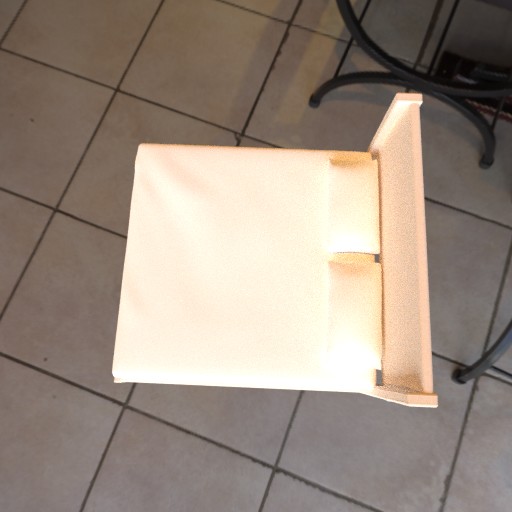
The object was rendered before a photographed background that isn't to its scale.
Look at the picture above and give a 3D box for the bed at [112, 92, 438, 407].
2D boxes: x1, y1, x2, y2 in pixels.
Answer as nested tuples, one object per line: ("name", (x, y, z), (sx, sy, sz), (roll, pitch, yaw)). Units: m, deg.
("bed", (0.000, 0.000, 3.638), (2.293, 1.471, 2.145), (2, 76, 1))
